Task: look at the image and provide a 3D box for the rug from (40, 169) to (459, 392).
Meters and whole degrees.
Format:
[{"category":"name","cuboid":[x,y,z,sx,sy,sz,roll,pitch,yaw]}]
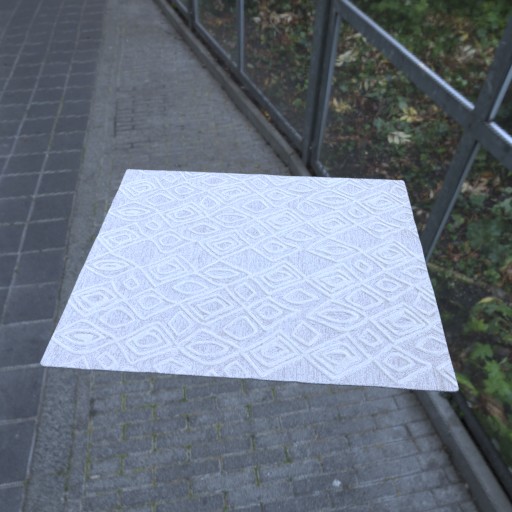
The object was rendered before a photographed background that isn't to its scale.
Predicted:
[{"category":"rug","cuboid":[0.000,0.000,4.028,3.049,0.025,2.449,3,47,3]}]
